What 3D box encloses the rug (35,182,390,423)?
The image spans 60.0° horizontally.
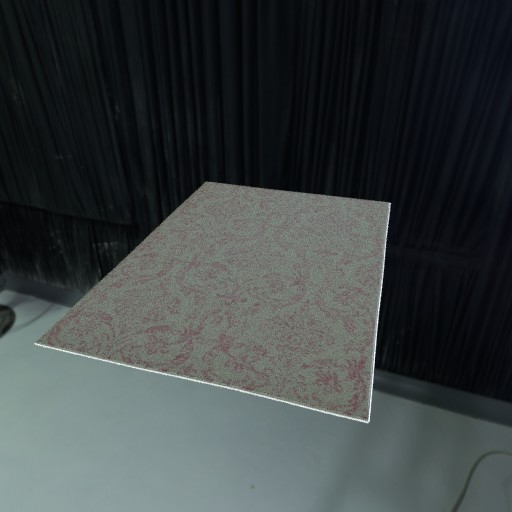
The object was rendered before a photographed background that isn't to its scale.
[{"bbox_3d":[0.000,0.000,2.861,1.598,0.014,2.202,9,32,14],"label":"rug"}]
